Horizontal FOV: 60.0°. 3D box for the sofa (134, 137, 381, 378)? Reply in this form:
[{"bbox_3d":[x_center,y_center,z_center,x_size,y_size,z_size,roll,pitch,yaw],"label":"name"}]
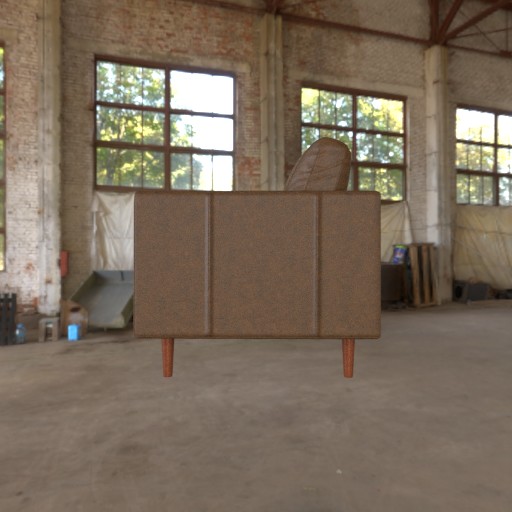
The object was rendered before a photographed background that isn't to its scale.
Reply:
[{"bbox_3d":[0.000,0.000,2.666,0.903,0.930,2.231,0,0,1],"label":"sofa"}]
